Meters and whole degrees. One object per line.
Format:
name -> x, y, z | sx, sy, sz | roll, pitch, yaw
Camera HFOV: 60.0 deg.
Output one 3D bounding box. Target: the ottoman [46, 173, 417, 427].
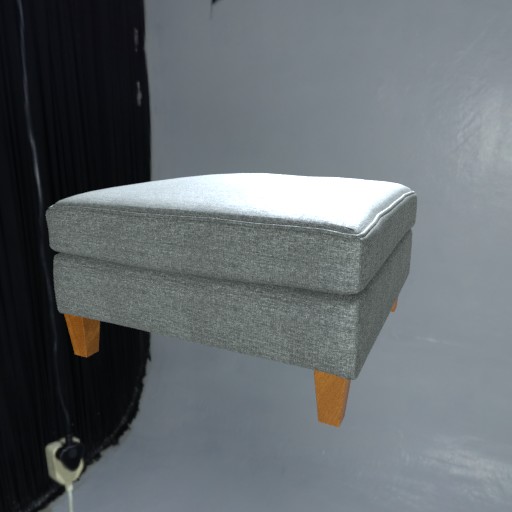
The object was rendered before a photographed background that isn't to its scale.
ottoman -> 0.000, 0.000, 1.366 | 0.838, 0.481, 0.838 | 7, 16, 25
